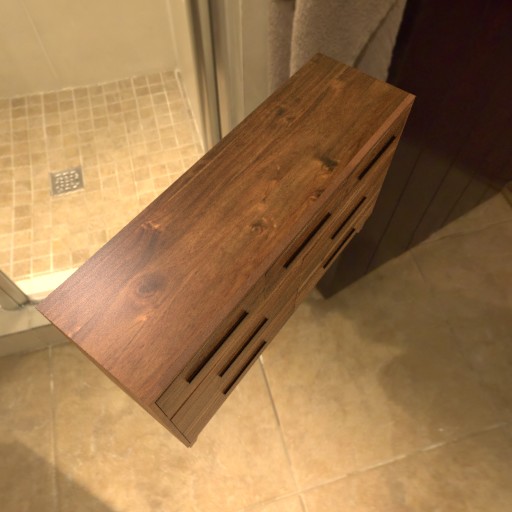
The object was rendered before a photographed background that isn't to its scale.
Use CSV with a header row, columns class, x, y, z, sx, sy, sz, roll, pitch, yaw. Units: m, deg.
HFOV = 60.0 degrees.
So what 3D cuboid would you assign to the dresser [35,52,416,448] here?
class,x,y,z,sx,sy,sz,roll,pitch,yaw
dresser,0.000,0.000,1.794,0.446,0.873,1.400,33,65,18
